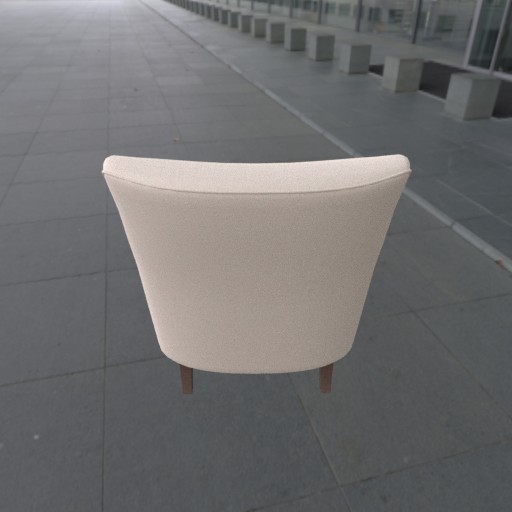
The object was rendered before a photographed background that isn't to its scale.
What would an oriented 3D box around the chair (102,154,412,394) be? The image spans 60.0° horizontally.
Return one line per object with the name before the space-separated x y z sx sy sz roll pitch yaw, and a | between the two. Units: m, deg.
chair | 0.000 0.000 1.550 0.756 0.916 0.879 0 32 0
